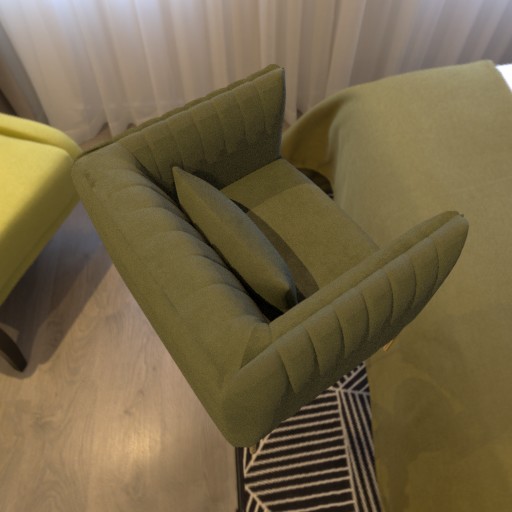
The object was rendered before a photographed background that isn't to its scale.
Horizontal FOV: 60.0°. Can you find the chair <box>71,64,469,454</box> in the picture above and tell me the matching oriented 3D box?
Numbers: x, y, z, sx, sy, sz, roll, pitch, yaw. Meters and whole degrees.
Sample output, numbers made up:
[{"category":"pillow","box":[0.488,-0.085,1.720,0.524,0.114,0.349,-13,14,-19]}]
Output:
[{"category":"chair","box":[0.000,0.000,1.643,0.877,0.794,1.032,-31,62,-18]}]
